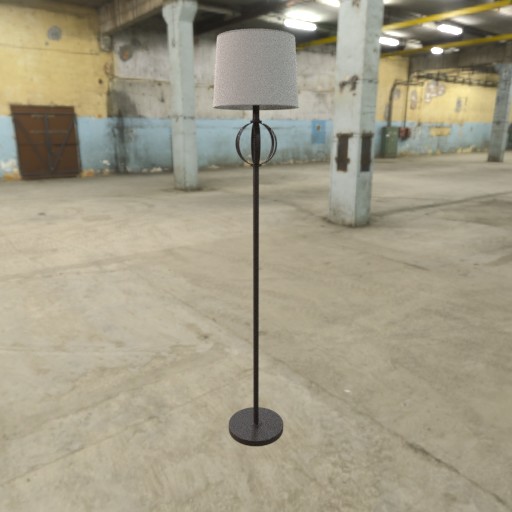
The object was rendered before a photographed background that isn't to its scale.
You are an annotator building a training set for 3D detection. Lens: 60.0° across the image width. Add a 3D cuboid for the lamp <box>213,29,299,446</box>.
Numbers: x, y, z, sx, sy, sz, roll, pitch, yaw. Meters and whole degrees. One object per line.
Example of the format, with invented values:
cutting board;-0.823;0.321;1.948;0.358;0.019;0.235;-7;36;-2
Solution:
lamp;0.000;0.000;1.625;0.286;1.462;0.286;-2;15;-8
